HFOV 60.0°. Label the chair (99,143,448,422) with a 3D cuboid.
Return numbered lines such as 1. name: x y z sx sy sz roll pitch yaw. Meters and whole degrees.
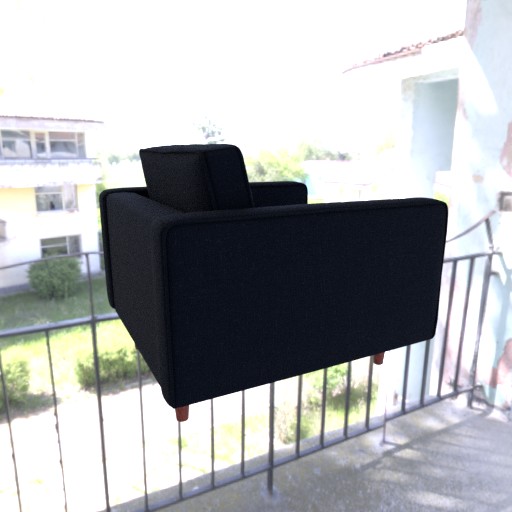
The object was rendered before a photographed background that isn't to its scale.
1. chair: 0.000 0.000 1.575 0.920 0.770 0.899 -7 15 -27
